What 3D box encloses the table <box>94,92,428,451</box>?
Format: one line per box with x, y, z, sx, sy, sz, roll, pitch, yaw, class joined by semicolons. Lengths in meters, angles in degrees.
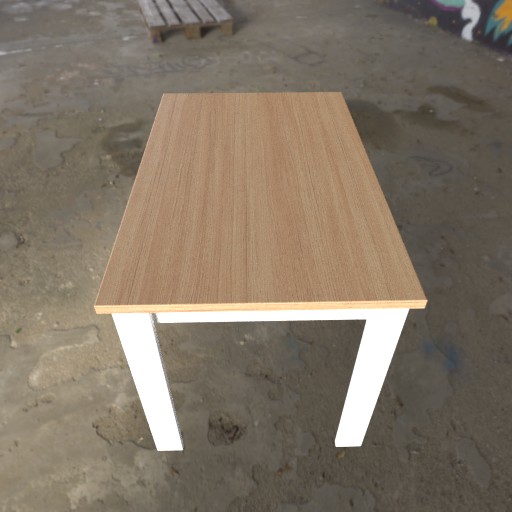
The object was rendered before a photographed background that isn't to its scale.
0.000;0.000;1.581;0.700;0.734;1.100;-1;42;-1;table
